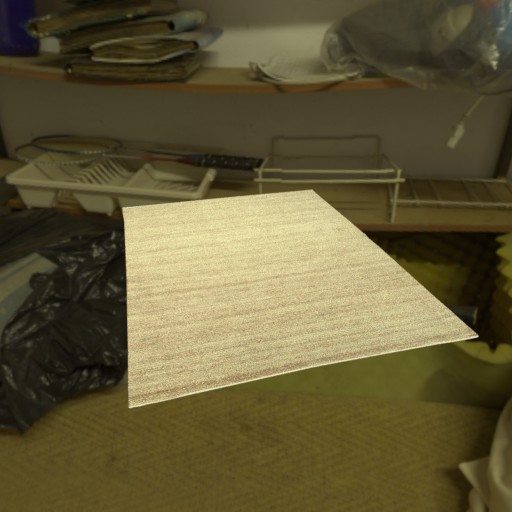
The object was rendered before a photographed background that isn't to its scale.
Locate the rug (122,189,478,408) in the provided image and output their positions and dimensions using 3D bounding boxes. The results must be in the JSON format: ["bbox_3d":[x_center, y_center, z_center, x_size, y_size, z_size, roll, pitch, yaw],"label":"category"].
[{"bbox_3d":[0.000,0.000,4.225,2.434,0.045,3.202,-7,29,-14],"label":"rug"}]
